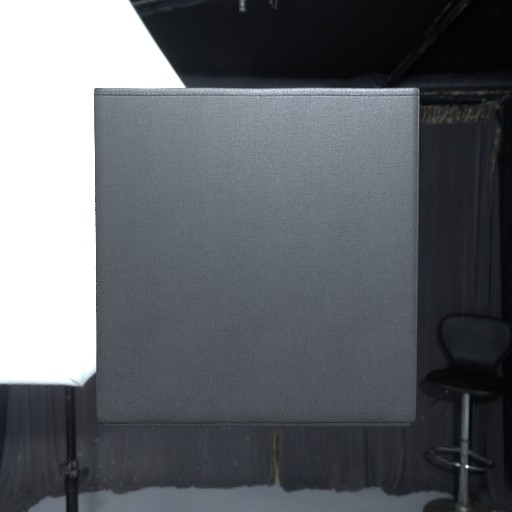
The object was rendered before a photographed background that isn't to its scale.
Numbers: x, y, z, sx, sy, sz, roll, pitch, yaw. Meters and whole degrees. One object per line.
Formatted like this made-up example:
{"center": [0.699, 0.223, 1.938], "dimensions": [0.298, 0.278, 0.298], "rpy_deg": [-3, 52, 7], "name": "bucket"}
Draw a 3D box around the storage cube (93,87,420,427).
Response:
{"center": [0.000, 0.000, 0.494], "dimensions": [0.270, 0.280, 0.270], "rpy_deg": [0, 2, 0], "name": "storage cube"}
